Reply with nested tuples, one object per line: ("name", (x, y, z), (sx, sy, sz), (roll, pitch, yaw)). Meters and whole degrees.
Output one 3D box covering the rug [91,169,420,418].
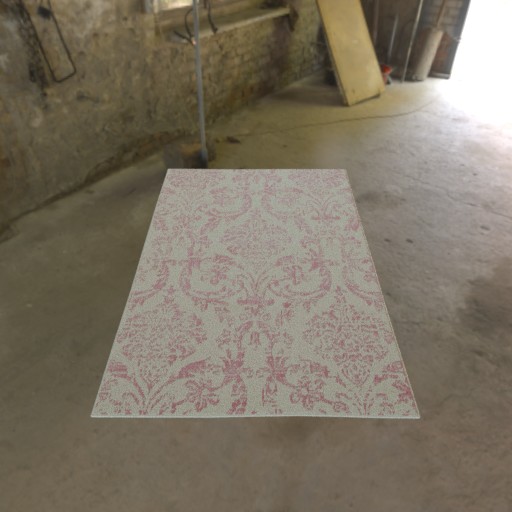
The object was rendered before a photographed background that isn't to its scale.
("rug", (0.000, 0.000, 2.334), (1.219, 0.012, 1.839), (0, 40, 0))
